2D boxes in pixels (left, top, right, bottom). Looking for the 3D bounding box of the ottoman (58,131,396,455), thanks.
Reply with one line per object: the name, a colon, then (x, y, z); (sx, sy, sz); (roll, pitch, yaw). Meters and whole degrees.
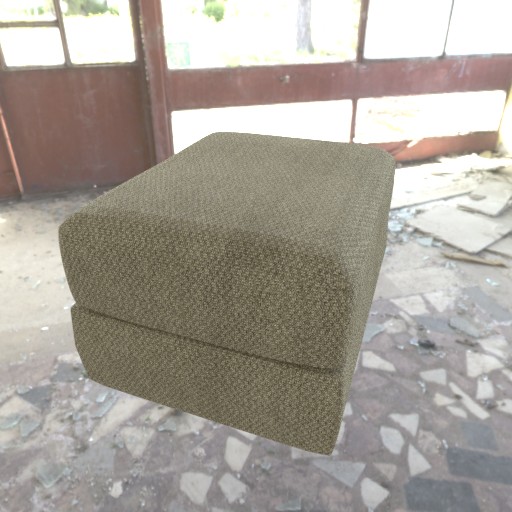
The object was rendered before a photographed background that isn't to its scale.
ottoman: (0.000, 0.000, 1.141); (0.603, 0.476, 0.751); (11, 32, 18)
